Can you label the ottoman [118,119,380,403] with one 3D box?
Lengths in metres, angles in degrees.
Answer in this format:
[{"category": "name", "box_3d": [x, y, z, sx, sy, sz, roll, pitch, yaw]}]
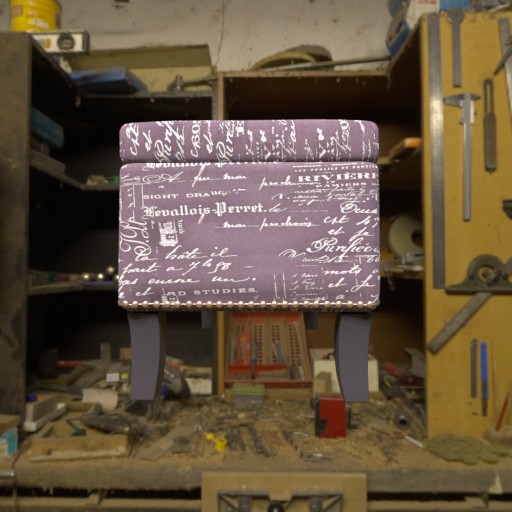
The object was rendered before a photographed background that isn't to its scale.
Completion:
[{"category": "ottoman", "box_3d": [0.000, 0.000, 1.065, 0.406, 0.457, 0.813, 0, -1, 2]}]
